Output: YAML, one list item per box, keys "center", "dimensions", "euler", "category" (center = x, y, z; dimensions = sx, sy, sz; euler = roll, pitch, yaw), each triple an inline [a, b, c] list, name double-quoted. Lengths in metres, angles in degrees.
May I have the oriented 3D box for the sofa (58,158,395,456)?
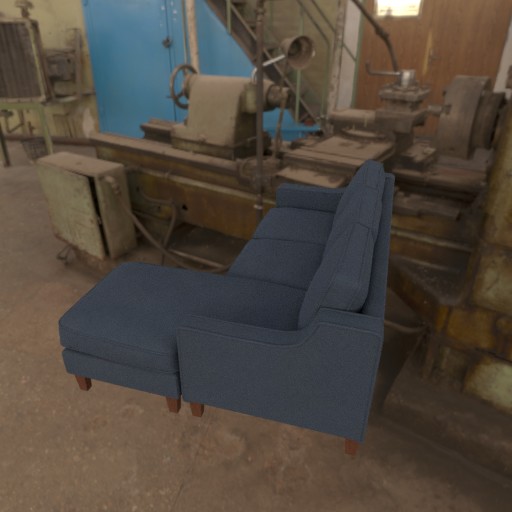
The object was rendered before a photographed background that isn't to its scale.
- center: [0.000, 0.000, 3.309]
  dimensions: [1.858, 1.066, 2.317]
  euler: [8, 30, 14]
  category: "sofa"
